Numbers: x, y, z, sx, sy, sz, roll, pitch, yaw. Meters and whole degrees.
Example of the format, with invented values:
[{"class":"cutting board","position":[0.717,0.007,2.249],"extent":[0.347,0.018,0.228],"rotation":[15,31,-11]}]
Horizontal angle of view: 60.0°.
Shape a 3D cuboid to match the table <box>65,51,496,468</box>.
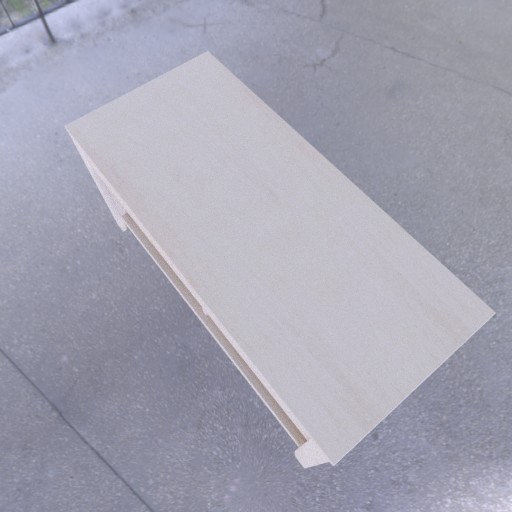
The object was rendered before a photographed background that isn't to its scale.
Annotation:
[{"class":"table","position":[0.000,0.000,1.245],"extent":[0.457,0.483,1.016],"rotation":[-35,68,-16]}]
